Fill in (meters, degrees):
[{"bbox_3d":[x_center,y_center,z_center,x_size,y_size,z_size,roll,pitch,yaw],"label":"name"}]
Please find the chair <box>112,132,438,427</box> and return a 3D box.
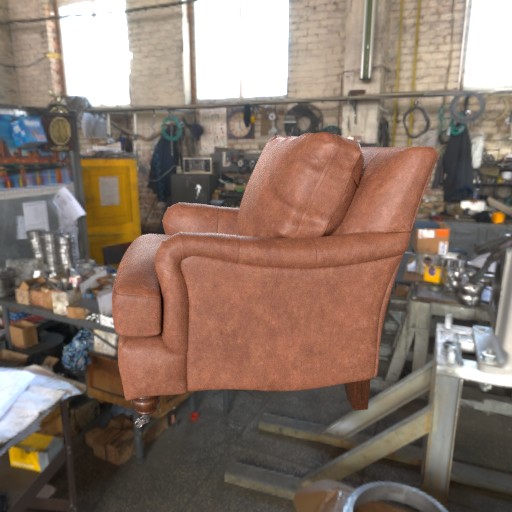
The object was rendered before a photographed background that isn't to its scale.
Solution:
[{"bbox_3d":[0.000,0.000,1.967,1.158,1.055,0.986,-2,14,-10],"label":"chair"}]
